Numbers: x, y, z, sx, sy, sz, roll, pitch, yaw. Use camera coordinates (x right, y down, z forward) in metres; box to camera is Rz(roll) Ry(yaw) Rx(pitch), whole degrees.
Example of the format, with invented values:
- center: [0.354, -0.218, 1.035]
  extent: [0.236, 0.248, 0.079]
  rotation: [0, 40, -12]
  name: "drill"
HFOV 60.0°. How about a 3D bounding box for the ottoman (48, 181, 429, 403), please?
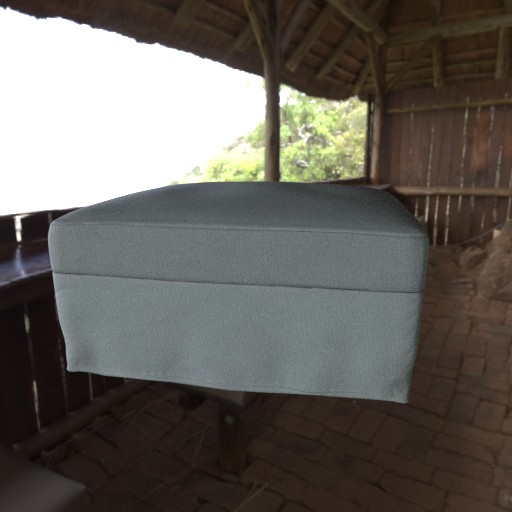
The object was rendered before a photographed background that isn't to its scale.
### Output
- center: [0.000, 0.000, 1.346]
  extent: [0.843, 0.441, 0.842]
  rotation: [3, 15, 10]
  name: "ottoman"
